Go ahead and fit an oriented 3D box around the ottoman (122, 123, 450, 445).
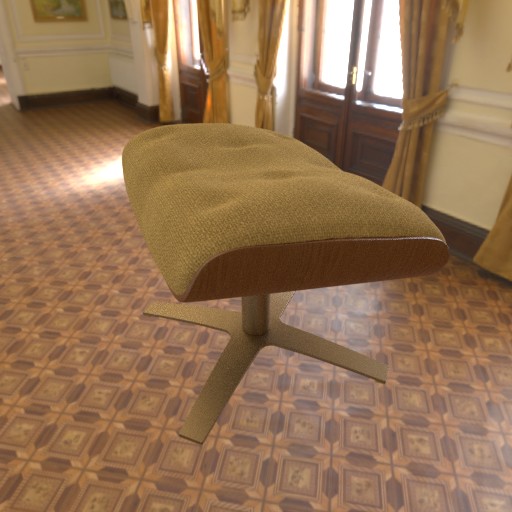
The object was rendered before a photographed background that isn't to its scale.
[{"bbox_3d":[0.000,0.000,0.796,0.394,0.391,0.520,-11,32,-19],"label":"ottoman"}]
